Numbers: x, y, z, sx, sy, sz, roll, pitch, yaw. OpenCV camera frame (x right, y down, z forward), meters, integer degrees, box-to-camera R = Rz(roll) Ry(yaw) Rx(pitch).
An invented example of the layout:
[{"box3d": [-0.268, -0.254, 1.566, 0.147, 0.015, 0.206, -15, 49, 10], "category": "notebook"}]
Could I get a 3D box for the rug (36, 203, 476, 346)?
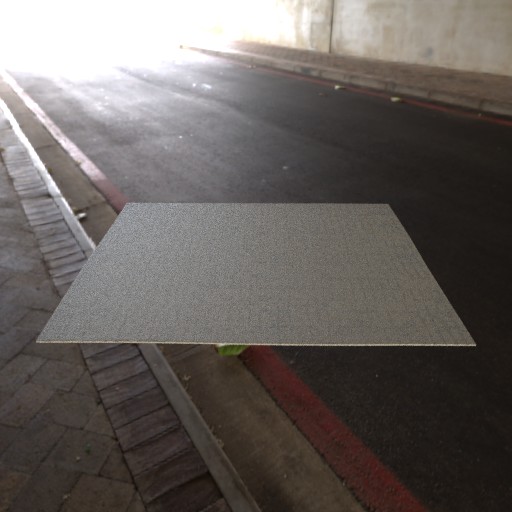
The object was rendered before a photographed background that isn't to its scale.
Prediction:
[{"box3d": [0.000, 0.000, 4.108, 3.061, 0.014, 2.447, 0, 30, 1], "category": "rug"}]
